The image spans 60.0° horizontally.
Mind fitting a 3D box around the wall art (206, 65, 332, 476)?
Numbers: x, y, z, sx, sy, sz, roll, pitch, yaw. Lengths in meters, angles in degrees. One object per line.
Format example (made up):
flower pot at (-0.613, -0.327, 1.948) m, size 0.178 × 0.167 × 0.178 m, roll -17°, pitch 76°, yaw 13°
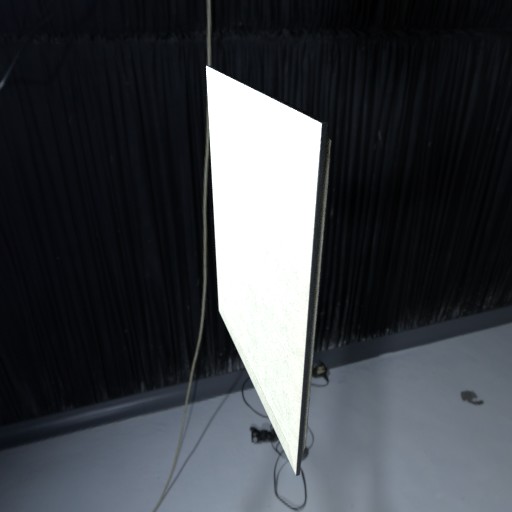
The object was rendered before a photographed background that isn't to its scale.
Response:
wall art at (0.000, 0.000, 0.627) m, size 0.023 × 0.457 × 0.381 m, roll -10°, pitch 31°, yaw -17°
